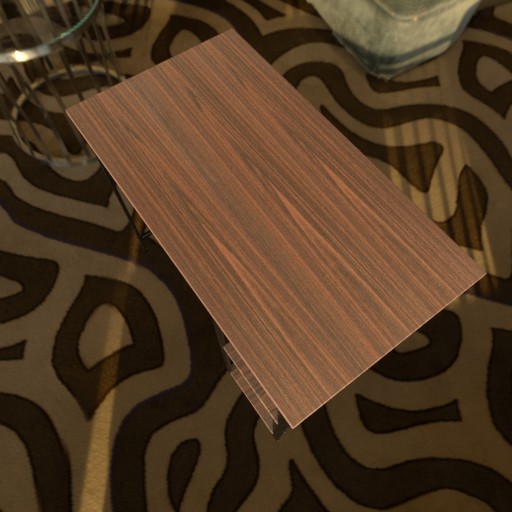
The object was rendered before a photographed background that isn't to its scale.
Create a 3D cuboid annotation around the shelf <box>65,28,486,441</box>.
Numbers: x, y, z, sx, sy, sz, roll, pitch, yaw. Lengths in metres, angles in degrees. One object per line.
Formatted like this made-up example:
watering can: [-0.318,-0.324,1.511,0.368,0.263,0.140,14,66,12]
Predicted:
shelf: [0.000,0.000,1.328,0.498,0.750,0.902,-33,69,-15]
